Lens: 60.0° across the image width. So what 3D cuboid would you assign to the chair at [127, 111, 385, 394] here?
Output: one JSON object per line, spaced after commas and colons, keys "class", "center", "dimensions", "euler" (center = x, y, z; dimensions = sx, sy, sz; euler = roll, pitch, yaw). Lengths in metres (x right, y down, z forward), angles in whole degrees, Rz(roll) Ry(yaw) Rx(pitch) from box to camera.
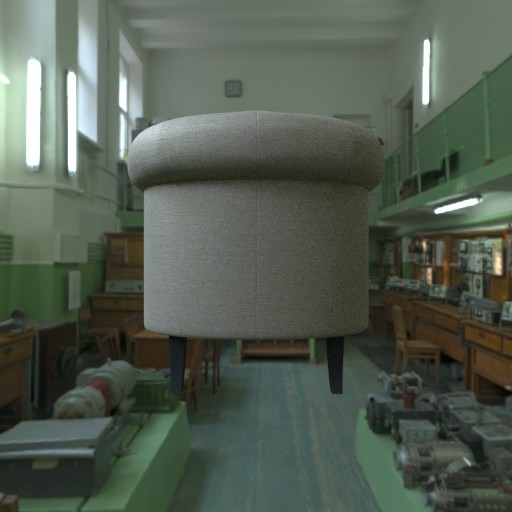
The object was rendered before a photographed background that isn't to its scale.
{"class": "chair", "center": [0.000, 0.000, 1.606], "dimensions": [0.905, 0.827, 0.852], "euler": [0, 0, 0]}
